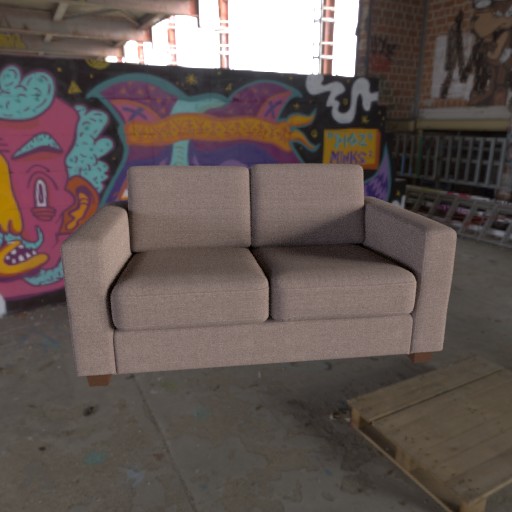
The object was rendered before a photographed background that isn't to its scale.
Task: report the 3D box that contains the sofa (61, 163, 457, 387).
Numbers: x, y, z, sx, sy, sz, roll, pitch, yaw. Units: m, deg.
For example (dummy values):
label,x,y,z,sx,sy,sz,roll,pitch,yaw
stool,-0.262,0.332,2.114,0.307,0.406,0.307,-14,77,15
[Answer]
label,x,y,z,sx,sy,sz,roll,pitch,yaw
sofa,0.000,0.000,2.073,1.520,0.800,0.900,-2,16,-7
